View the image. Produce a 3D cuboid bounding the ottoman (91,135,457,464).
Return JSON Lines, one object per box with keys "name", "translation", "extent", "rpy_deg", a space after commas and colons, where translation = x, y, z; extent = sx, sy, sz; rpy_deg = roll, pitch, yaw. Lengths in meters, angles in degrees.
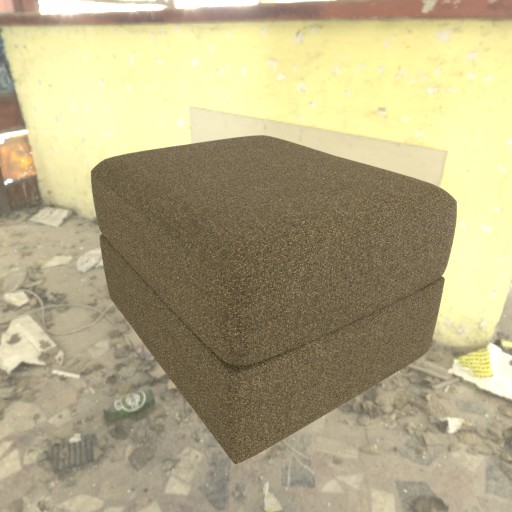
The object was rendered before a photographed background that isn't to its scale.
{"name": "ottoman", "translation": [0.000, 0.000, 1.126], "extent": [0.598, 0.476, 0.742], "rpy_deg": [-17, 32, -31]}
